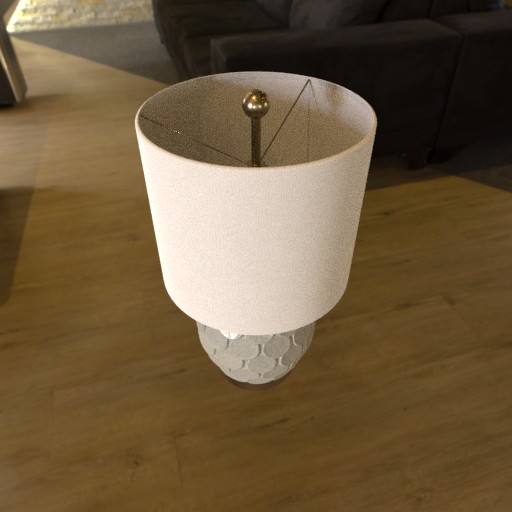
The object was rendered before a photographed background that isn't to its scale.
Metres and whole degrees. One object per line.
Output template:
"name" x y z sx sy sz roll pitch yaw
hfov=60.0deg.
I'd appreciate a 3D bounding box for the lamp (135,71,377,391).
"lamp" 0.000 0.000 0.607 0.254 0.452 0.254 0 40 0
